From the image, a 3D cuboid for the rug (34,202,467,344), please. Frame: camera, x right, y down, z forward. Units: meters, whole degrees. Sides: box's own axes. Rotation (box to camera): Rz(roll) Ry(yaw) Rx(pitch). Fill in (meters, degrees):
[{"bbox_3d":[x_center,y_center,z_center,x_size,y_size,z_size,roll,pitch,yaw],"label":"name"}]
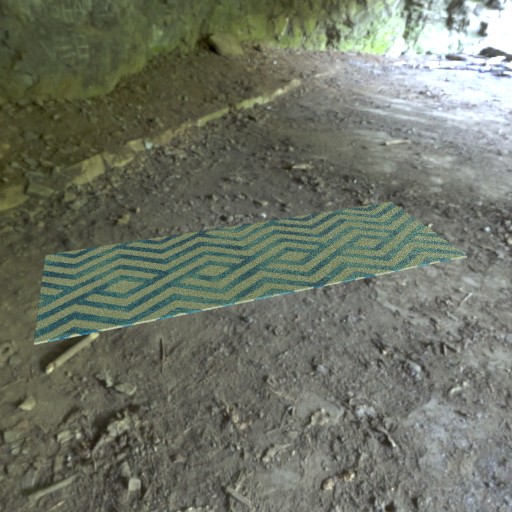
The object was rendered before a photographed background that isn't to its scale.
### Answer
[{"bbox_3d":[0.000,0.000,1.652,1.492,0.007,0.503,-10,33,-15],"label":"rug"}]
